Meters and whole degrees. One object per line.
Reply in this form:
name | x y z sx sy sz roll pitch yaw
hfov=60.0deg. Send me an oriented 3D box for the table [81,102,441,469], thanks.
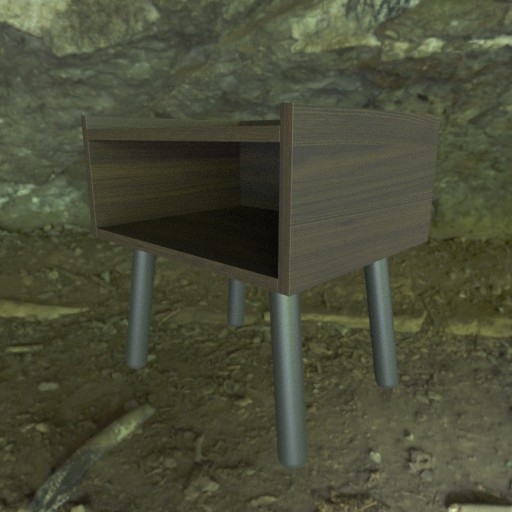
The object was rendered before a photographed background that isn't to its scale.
table | 0.000 0.000 0.777 0.450 0.470 0.370 14 20 41
